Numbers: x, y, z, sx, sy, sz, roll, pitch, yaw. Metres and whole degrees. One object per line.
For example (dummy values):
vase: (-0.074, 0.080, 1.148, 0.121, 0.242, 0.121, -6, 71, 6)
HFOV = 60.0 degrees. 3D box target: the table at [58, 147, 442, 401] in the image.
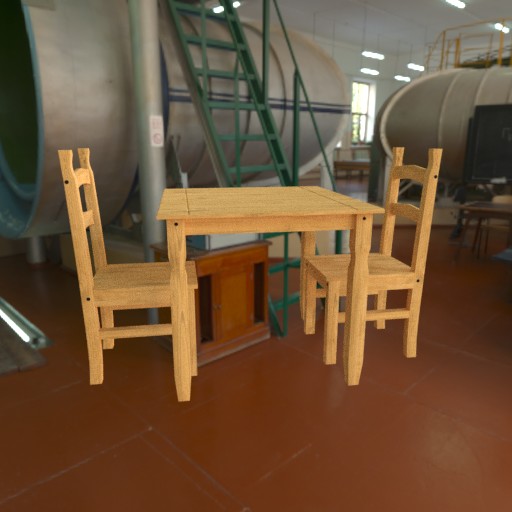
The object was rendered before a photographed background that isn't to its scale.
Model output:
table: (0.000, 0.000, 2.000, 1.501, 0.942, 0.813, -2, 15, -9)
